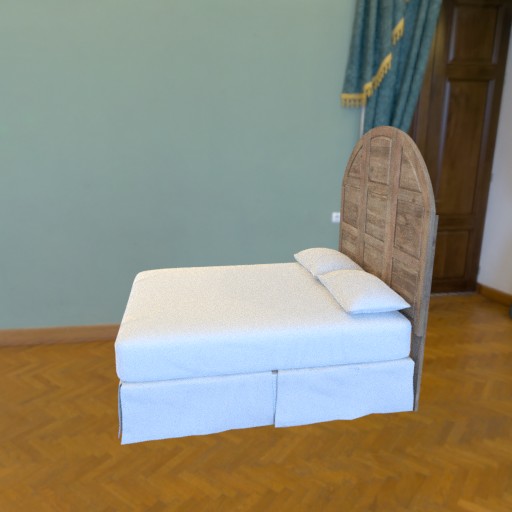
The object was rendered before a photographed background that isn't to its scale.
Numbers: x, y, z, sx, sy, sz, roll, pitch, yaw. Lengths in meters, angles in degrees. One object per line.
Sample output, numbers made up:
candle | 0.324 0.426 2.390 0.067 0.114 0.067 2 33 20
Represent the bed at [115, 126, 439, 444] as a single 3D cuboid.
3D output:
bed | 0.000 0.000 3.541 2.112 2.002 1.713 -2 15 -9
